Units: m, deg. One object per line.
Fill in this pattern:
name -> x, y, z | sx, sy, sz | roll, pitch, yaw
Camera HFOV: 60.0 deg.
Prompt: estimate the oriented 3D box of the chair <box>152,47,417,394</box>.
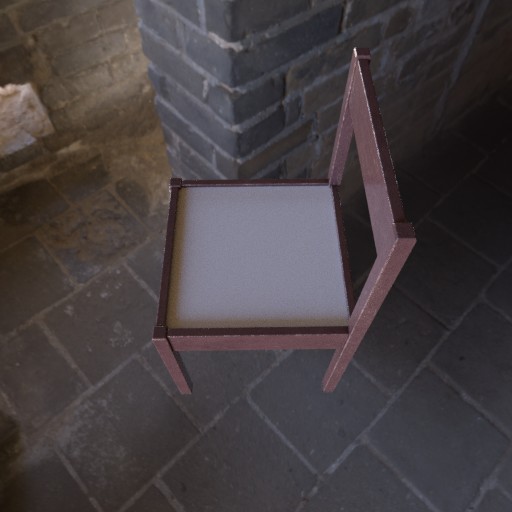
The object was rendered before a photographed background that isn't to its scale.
chair -> 0.000, 0.000, 0.679 | 0.285, 0.505, 0.285 | -1, 58, 0
